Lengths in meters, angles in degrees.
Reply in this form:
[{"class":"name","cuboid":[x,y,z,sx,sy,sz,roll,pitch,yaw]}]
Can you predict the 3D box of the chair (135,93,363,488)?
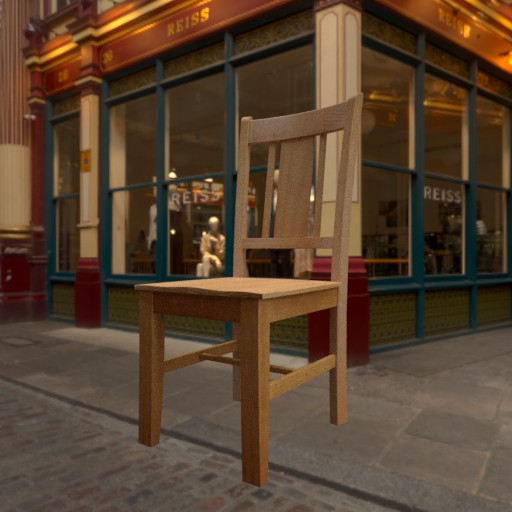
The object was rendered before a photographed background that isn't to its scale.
[{"class":"chair","cuboid":[0.000,0.000,1.286,0.450,0.998,0.556,1,1,35]}]
